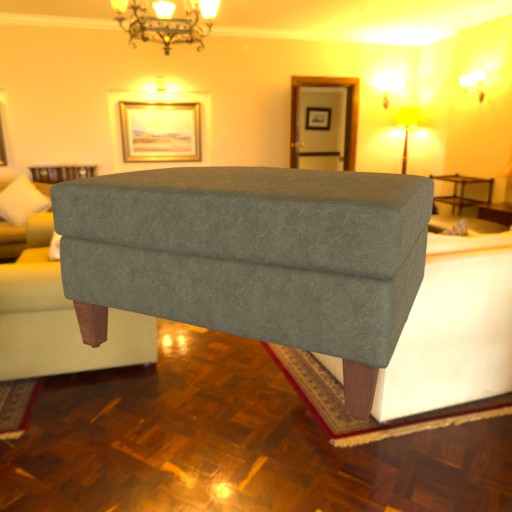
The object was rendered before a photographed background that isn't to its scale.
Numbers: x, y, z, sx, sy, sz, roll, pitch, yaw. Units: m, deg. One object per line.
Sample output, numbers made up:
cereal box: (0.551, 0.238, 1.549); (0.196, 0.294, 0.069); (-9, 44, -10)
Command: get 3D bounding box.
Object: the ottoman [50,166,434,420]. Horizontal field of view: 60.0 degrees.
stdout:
ottoman: (0.000, 0.000, 1.222); (0.839, 0.464, 0.639); (7, 17, 25)
